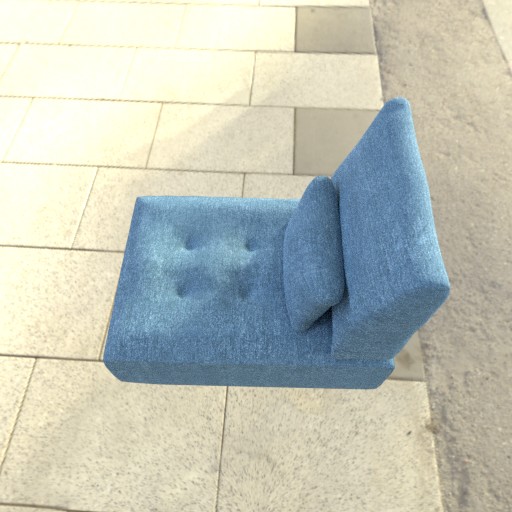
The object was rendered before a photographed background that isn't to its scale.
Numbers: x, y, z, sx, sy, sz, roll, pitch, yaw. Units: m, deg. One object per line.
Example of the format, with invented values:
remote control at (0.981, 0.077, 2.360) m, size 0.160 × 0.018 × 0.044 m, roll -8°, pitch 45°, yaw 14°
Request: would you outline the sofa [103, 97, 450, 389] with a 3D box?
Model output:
sofa at (0.000, 0.000, 1.532) m, size 1.000 × 0.820 × 0.700 m, roll 1°, pitch 59°, yaw 1°
